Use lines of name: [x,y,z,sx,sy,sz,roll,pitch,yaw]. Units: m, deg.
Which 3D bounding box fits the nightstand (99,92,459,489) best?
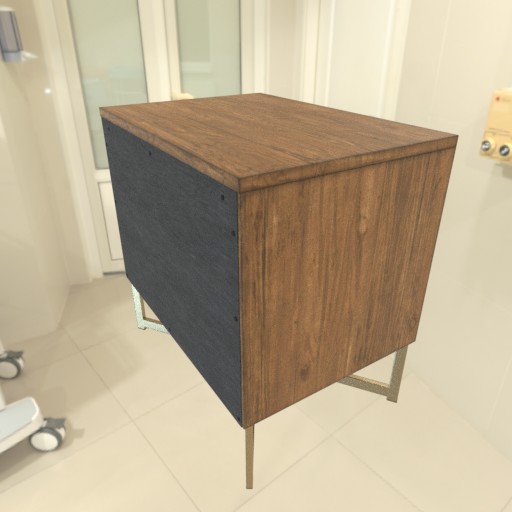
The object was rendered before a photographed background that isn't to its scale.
nightstand: [0.000,0.000,1.014,0.446,0.610,0.610,-17,32,-29]
